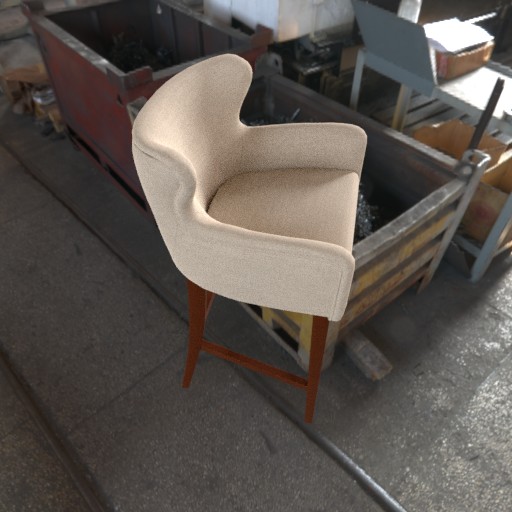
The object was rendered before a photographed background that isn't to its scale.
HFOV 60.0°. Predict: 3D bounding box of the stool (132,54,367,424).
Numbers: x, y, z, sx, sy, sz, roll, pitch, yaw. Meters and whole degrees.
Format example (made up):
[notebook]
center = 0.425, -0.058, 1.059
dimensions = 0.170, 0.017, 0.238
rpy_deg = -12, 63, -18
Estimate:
[stool]
center = 0.000, 0.000, 1.392
dimensions = 0.563, 1.034, 0.556
rpy_deg = 9, 47, 9
